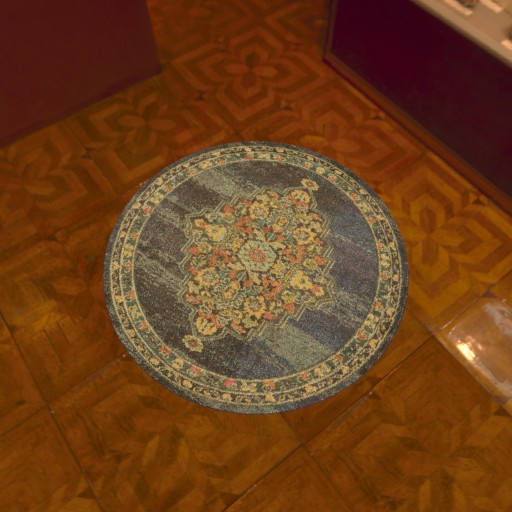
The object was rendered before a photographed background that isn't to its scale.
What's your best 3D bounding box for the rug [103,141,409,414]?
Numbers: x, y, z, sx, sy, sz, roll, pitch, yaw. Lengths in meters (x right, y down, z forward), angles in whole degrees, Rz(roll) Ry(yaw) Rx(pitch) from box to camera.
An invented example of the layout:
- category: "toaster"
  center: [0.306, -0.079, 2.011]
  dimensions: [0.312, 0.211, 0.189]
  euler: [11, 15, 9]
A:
- category: "rug"
  center: [0.000, 0.000, 2.335]
  dimensions: [1.591, 0.010, 1.591]
  euler: [0, 62, 0]
